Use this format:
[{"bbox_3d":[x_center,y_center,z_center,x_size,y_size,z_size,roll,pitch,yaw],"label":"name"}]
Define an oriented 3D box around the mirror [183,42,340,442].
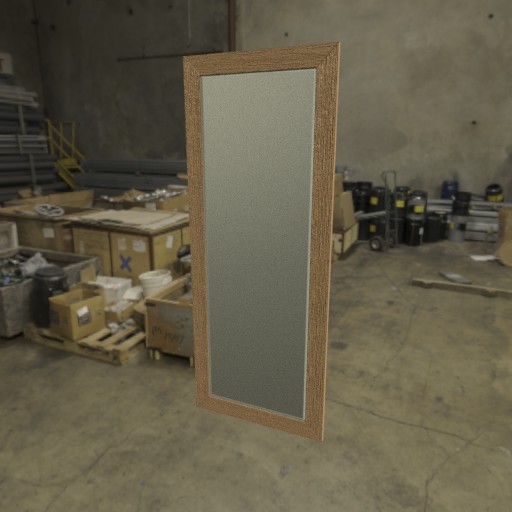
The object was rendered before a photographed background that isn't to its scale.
[{"bbox_3d":[0.000,0.000,2.372,0.812,2.031,0.026,7,16,24],"label":"mirror"}]
